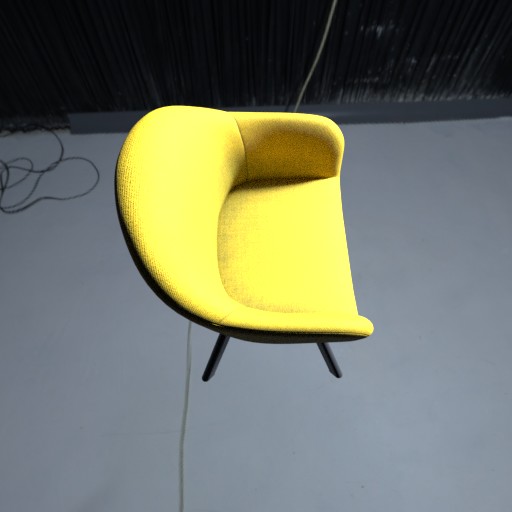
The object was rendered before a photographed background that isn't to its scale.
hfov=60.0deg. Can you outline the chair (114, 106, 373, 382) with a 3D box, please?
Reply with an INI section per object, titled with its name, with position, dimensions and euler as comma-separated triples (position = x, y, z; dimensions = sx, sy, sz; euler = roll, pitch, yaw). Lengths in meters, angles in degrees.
[chair]
position = 0.000, 0.000, 1.197
dimensions = 0.550, 0.795, 0.590
euler = -1, 62, -1
